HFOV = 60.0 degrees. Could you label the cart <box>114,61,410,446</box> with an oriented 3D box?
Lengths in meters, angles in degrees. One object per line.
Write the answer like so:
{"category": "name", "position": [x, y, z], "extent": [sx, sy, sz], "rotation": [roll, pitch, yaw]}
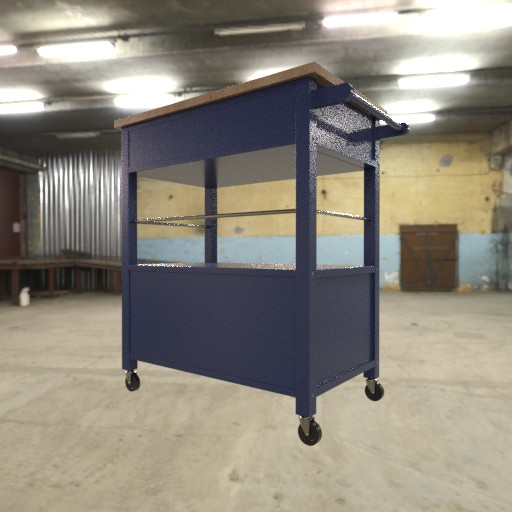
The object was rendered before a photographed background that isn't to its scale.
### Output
{"category": "cart", "position": [0.000, 0.000, 1.411], "extent": [0.840, 0.901, 0.459], "rotation": [0, 1, 37]}
